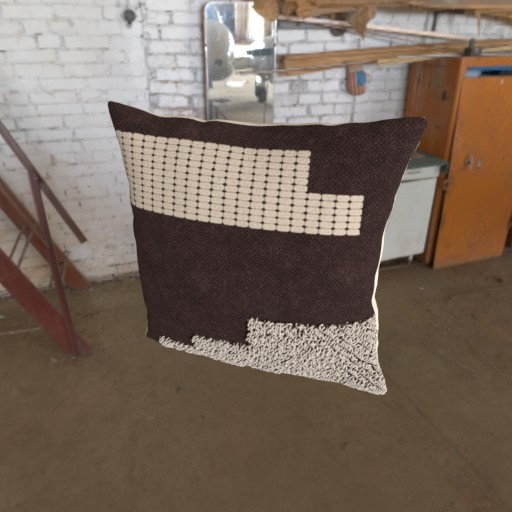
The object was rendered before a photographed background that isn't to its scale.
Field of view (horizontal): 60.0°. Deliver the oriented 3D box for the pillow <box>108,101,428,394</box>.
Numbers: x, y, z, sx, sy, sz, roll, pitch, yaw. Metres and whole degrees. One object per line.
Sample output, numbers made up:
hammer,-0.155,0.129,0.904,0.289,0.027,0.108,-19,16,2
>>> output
pillow,0.000,0.000,0.732,0.475,0.473,0.178,8,27,15
